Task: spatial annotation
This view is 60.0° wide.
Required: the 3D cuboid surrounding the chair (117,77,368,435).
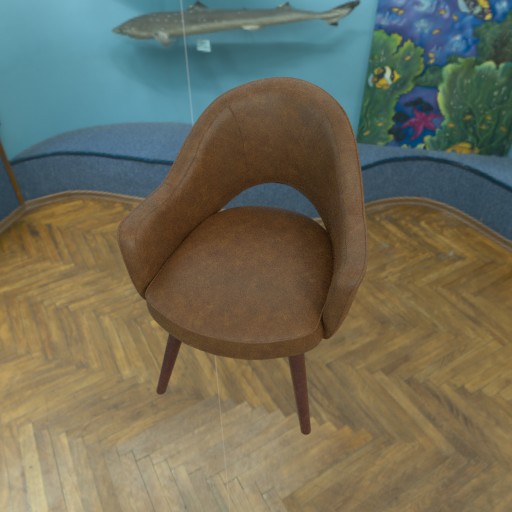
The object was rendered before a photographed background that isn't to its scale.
[{"bbox_3d":[0.000,0.000,1.239,0.591,0.777,0.640,11,41,13],"label":"chair"}]
